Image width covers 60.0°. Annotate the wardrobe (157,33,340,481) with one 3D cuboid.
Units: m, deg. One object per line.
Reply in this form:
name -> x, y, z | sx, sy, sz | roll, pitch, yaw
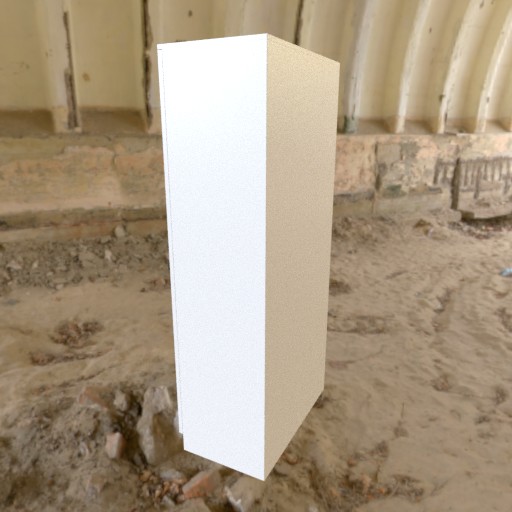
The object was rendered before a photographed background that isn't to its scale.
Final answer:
wardrobe -> 0.000, 0.000, 2.040 | 0.470, 1.700, 0.760 | 8, 18, 26
